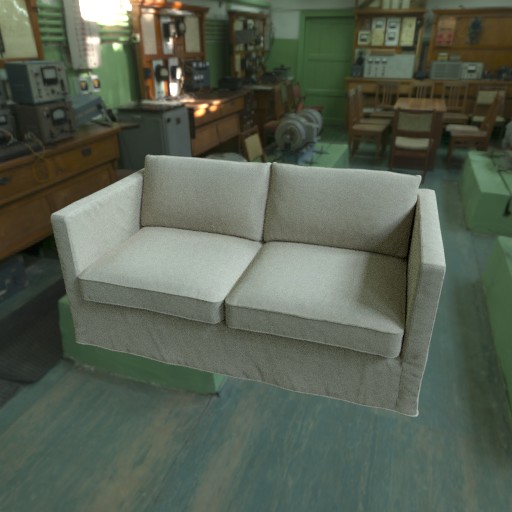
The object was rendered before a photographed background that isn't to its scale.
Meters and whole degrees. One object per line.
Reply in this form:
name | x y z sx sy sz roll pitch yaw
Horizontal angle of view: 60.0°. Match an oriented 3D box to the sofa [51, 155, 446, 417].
sofa | 0.000 0.000 2.288 1.719 0.835 0.962 8 28 16
